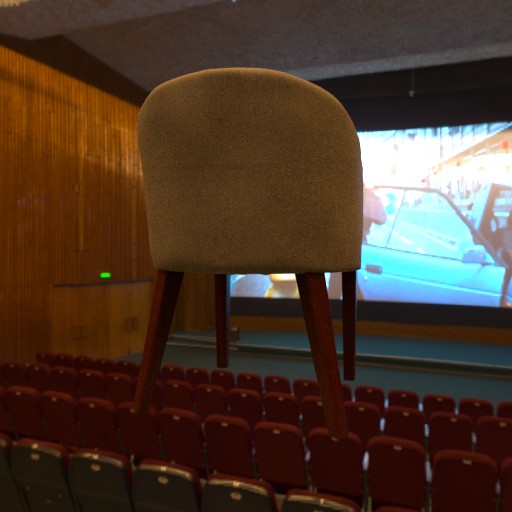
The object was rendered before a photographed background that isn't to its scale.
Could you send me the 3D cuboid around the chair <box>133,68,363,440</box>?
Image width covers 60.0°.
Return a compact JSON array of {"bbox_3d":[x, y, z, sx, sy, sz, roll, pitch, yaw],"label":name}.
[{"bbox_3d":[0.000,0.000,1.247,0.583,0.811,0.655,0,1,19],"label":"chair"}]
